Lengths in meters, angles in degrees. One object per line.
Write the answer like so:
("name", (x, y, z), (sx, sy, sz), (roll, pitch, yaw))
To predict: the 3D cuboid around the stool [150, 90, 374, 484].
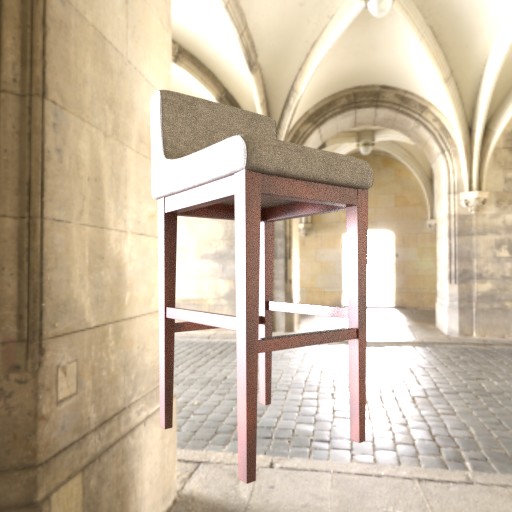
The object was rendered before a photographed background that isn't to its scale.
("stool", (0.000, 0.000, 1.224), (0.426, 0.965, 0.499), (1, -2, -37))
